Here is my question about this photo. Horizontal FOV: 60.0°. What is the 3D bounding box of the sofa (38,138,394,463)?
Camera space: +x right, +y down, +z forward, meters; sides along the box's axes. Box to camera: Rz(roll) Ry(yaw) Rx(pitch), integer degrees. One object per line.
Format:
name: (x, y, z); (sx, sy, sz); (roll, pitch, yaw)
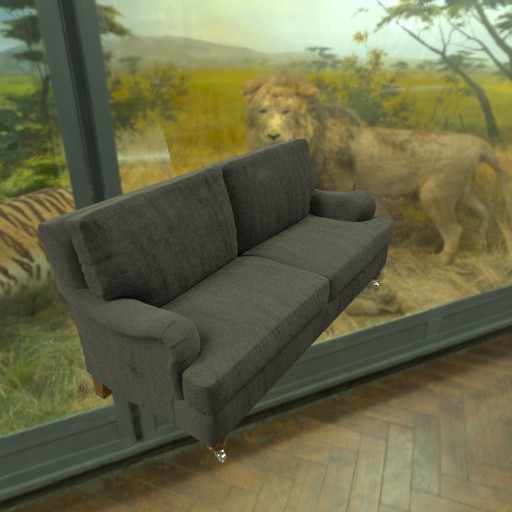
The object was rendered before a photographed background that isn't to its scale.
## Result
sofa: (0.000, 0.000, 2.772); (1.086, 1.087, 2.165); (18, 32, 31)
